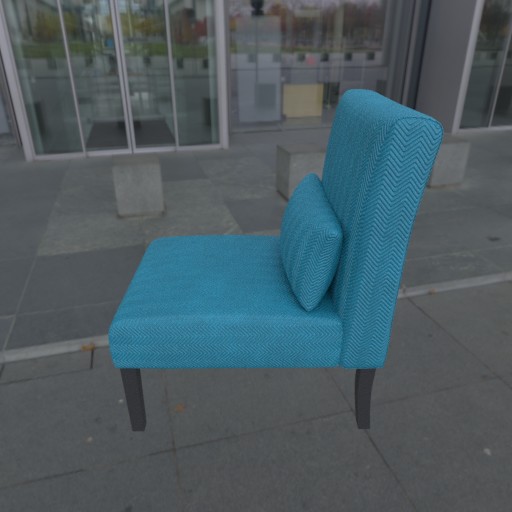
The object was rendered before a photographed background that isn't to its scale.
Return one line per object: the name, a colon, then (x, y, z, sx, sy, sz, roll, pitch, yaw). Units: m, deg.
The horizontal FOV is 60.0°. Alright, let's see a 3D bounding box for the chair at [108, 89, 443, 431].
chair: (0.000, 0.000, 1.382, 0.808, 0.927, 0.579, 0, 26, -1)
